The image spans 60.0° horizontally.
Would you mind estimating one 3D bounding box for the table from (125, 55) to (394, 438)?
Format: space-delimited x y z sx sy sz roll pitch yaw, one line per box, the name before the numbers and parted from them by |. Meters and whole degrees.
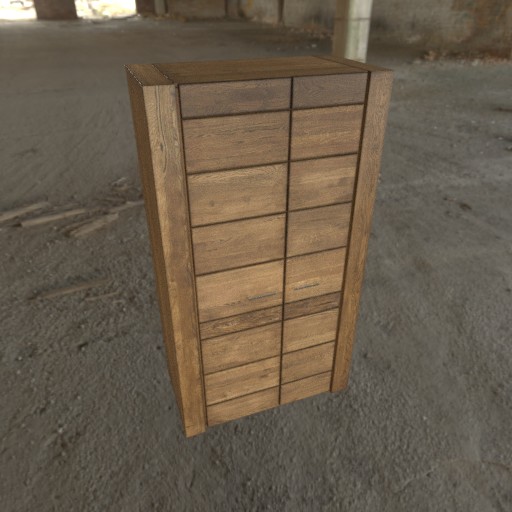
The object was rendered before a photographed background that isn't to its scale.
table | 0.000 0.000 2.534 1.100 2.000 0.600 -11 33 -17
